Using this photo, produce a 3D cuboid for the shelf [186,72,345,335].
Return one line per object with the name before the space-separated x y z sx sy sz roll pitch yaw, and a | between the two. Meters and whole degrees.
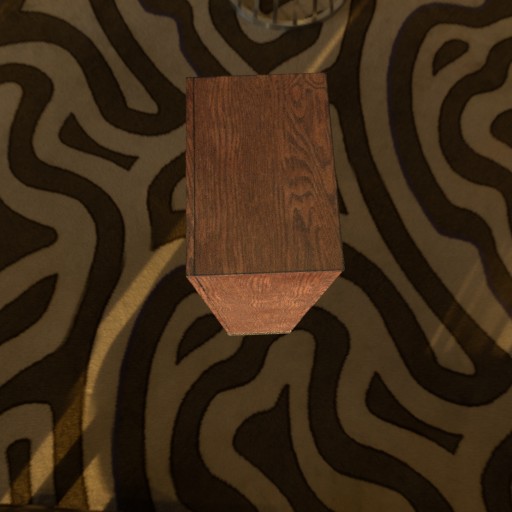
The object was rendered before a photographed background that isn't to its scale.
shelf | 0.000 0.000 1.938 0.395 1.732 0.539 -2 75 -1
